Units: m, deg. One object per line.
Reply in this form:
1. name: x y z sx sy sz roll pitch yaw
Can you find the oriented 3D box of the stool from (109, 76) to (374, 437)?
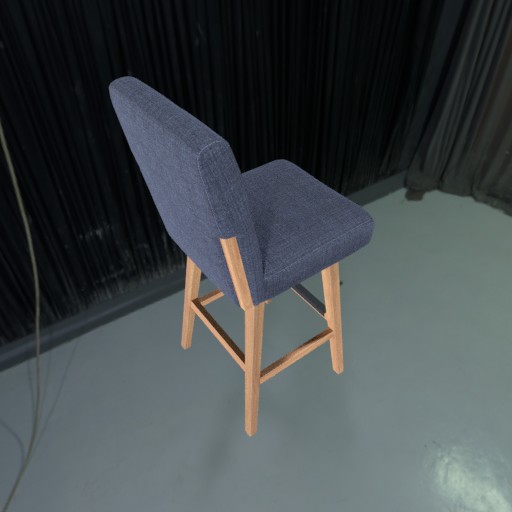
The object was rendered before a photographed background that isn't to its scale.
1. stool: 0.000 0.000 1.388 0.570 1.112 0.483 -26 48 -26
